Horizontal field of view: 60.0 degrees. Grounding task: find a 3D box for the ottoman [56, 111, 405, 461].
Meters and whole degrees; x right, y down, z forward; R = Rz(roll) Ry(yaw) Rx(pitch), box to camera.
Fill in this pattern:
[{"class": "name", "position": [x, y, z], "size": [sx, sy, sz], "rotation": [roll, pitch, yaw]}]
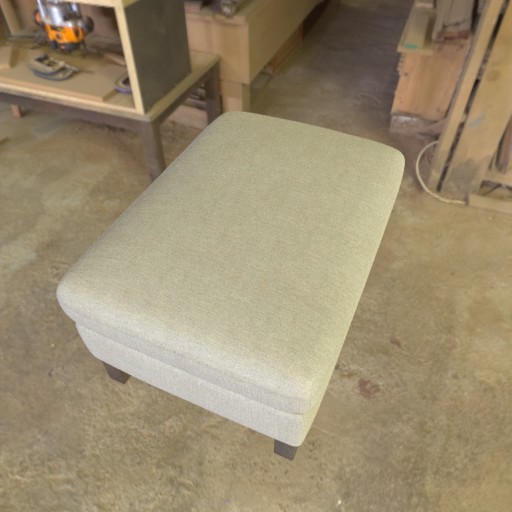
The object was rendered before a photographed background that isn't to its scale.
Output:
[{"class": "ottoman", "position": [0.000, 0.000, 1.055], "size": [0.528, 0.404, 0.735], "rotation": [18, 50, 16]}]
